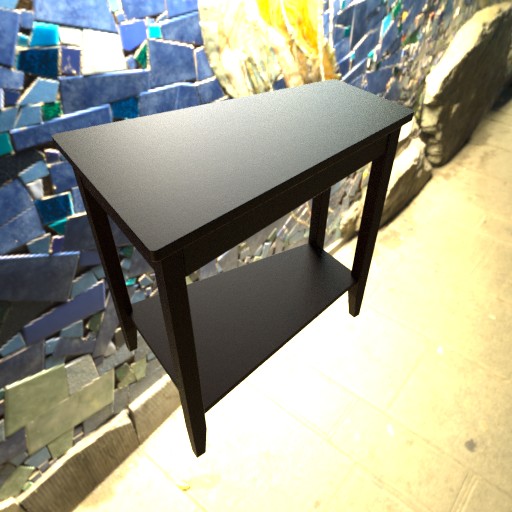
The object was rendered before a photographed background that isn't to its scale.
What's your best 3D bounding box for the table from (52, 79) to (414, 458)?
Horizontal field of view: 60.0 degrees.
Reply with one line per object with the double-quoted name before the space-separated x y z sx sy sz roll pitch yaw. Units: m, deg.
"table" 0.000 0.000 0.983 0.605 0.589 0.399 -25 47 -27
